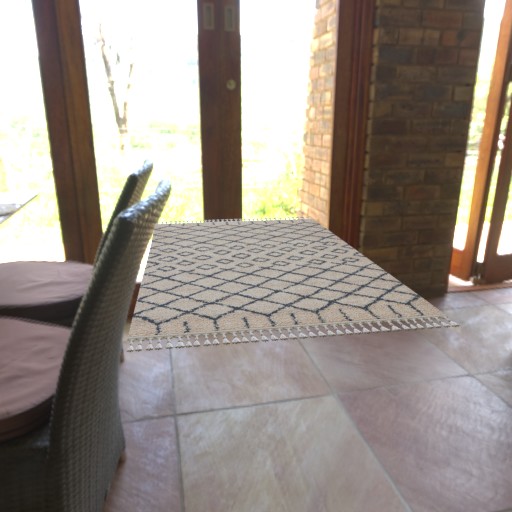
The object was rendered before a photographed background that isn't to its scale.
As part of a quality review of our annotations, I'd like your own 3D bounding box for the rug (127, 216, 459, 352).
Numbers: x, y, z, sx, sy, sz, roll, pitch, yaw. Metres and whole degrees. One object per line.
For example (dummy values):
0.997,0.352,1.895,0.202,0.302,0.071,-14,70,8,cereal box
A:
0.000,0.000,2.483,1.196,0.008,2.006,-3,17,-9,rug
